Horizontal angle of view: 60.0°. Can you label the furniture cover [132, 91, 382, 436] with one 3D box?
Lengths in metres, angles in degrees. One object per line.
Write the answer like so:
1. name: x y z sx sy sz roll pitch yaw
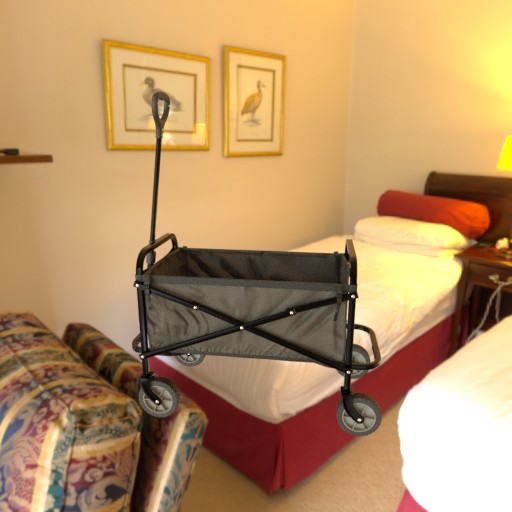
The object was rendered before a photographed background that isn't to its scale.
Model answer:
1. furniture cover: 0.000 0.000 1.841 1.038 1.295 0.532 2 15 8
